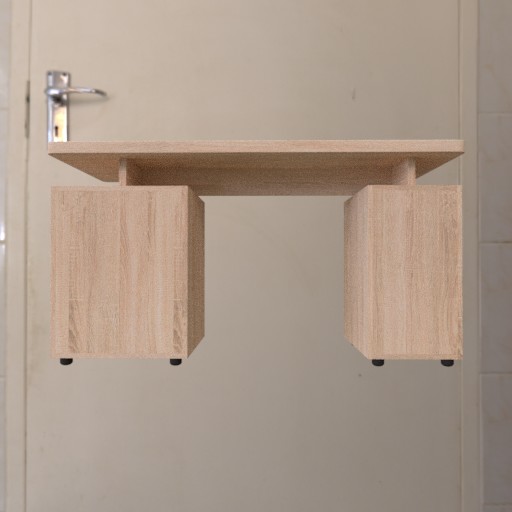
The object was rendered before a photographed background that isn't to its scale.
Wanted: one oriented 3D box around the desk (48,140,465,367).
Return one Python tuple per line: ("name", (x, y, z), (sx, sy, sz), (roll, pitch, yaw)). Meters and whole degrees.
("desk", (0.000, 0.000, 1.738), (1.400, 0.760, 0.550), (0, -1, 1))
